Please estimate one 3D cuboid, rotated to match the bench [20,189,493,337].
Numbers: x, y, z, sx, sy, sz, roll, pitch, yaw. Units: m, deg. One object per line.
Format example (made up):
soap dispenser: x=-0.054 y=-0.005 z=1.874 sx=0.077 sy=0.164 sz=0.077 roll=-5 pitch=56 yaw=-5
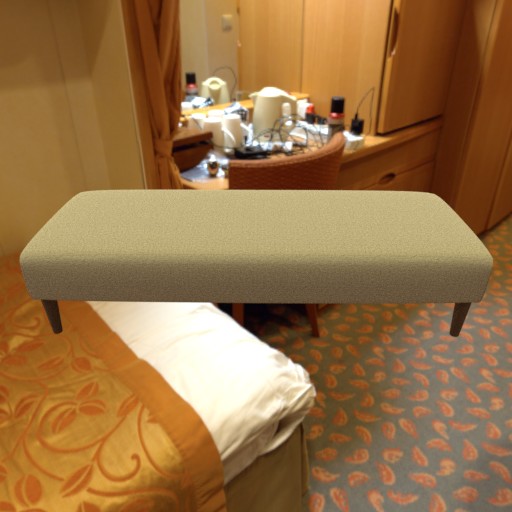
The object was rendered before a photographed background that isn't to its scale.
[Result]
bench: x=0.000 y=0.000 z=1.805 sx=1.598 sy=0.383 sz=0.631 roll=0 pitch=30 yaw=1
